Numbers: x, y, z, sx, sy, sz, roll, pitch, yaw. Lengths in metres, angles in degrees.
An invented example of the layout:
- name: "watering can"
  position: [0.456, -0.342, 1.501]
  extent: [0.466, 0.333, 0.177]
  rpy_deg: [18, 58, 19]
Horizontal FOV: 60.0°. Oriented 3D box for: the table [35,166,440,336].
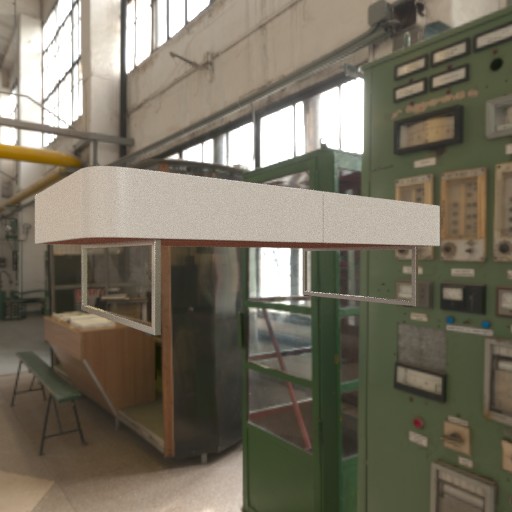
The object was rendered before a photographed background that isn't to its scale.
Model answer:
- name: "table"
  position: [0.000, 0.000, 1.414]
  extent: [1.200, 0.340, 0.600]
  rpy_deg: [0, 0, -36]
